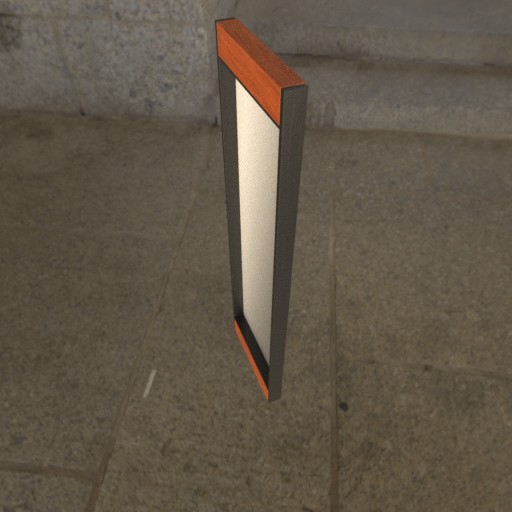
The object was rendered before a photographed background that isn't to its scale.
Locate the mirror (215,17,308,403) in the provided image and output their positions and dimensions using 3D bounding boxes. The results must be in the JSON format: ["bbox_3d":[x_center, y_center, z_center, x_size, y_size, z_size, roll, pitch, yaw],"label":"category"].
[{"bbox_3d":[0.000,0.000,1.232,0.047,1.123,0.343,-17,49,-15],"label":"mirror"}]
